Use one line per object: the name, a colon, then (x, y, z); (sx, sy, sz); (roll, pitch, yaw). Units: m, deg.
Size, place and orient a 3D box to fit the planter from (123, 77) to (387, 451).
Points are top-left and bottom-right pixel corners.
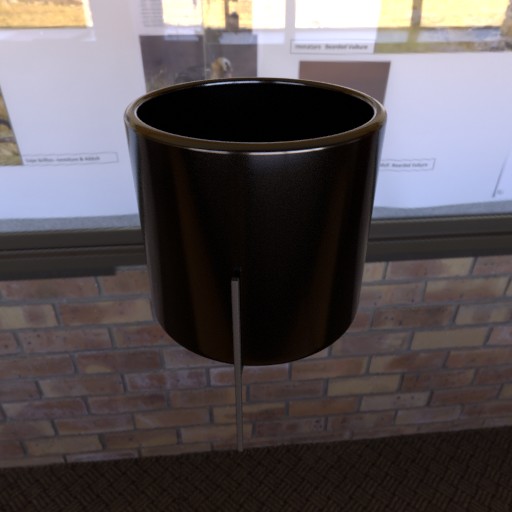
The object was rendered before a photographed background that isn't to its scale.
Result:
planter: (0.000, 0.000, 0.638); (0.310, 0.432, 0.310); (-23, 40, -30)
